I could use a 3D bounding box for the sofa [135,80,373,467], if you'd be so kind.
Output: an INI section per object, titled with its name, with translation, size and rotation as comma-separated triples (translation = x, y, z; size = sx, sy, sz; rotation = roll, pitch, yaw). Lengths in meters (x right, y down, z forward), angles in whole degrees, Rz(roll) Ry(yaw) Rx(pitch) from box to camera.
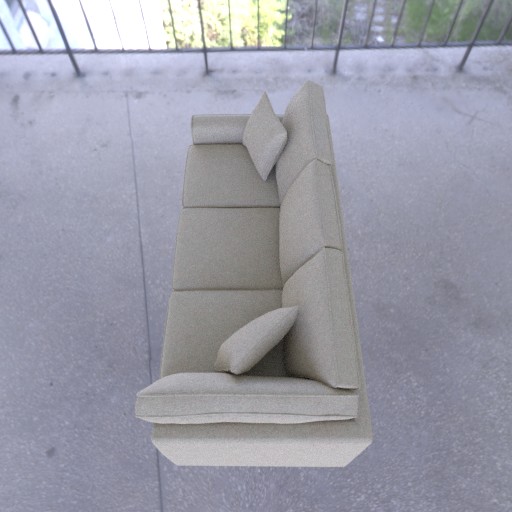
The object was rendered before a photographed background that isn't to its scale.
[sofa]
translation = 0.000, 0.000, 2.793
size = 1.061, 0.962, 2.317
rotation = 0, 57, 0
